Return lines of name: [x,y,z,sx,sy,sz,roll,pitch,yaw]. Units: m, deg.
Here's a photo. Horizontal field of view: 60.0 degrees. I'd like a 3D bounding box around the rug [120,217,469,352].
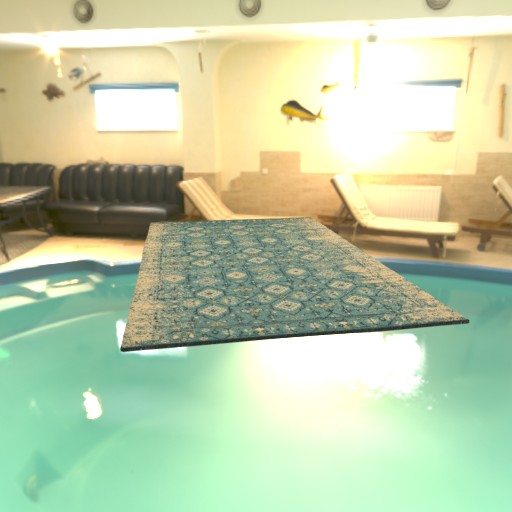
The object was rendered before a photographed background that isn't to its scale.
rug: [0.000,0.000,3.006,1.530,0.015,2.449,-3,16,-10]
